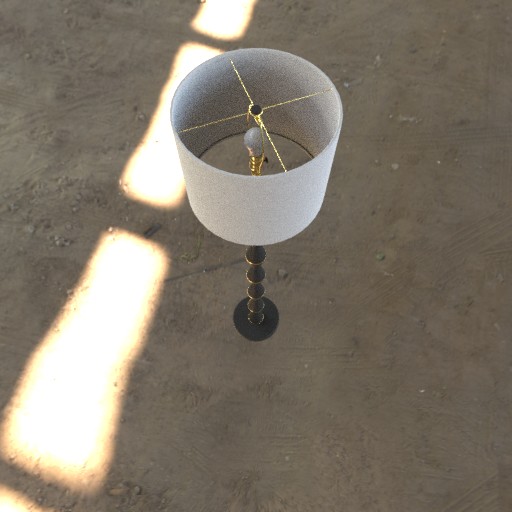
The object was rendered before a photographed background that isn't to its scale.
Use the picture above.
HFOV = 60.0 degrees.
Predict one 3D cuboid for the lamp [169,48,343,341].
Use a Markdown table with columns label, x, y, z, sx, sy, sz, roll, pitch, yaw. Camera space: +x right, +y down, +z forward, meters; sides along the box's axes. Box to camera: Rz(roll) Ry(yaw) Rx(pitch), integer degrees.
| label | x | y | z | sx | sy | sz | roll | pitch | yaw |
| --- | --- | --- | --- | --- | --- | --- | --- | --- | --- |
| lamp | 0.000 | 0.000 | 1.638 | 0.381 | 1.480 | 0.381 | -19 | 65 | -9 |
